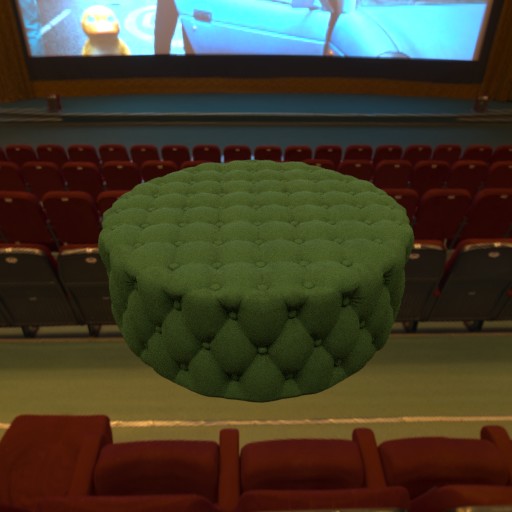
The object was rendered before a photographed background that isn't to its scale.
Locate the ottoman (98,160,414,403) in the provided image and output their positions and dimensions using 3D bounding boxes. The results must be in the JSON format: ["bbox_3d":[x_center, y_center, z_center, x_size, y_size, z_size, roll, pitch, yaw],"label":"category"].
[{"bbox_3d":[0.000,0.000,1.526,0.998,0.399,0.998,0,31,0],"label":"ottoman"}]
